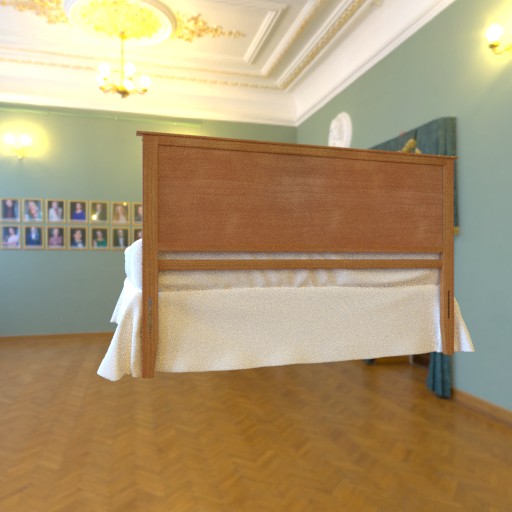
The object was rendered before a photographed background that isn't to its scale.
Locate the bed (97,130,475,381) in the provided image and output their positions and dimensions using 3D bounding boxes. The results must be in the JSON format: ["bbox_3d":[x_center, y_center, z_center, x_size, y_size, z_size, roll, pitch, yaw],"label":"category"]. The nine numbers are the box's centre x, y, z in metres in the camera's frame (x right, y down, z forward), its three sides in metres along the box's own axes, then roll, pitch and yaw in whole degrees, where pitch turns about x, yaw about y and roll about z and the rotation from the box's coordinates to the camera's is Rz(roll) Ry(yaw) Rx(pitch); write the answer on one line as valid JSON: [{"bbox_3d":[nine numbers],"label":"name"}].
[{"bbox_3d":[0.000,0.000,3.571,2.317,1.270,2.215,0,0,-17],"label":"bed"}]
